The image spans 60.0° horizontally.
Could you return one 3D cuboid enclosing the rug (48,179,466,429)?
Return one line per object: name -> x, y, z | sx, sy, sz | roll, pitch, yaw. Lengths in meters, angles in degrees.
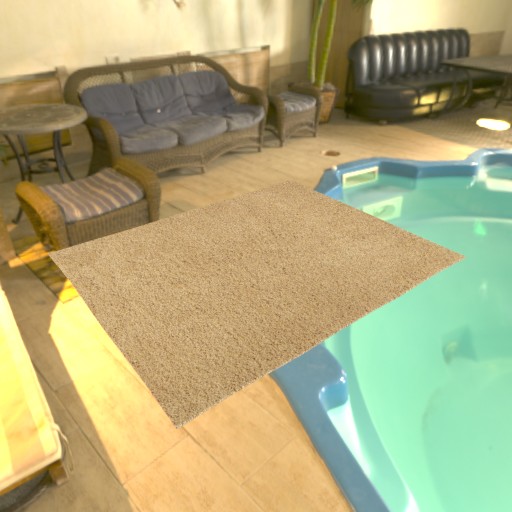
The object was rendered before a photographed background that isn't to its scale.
rug -> 0.000, 0.000, 4.081 | 3.000, 0.025, 2.400 | -22, 38, -32
